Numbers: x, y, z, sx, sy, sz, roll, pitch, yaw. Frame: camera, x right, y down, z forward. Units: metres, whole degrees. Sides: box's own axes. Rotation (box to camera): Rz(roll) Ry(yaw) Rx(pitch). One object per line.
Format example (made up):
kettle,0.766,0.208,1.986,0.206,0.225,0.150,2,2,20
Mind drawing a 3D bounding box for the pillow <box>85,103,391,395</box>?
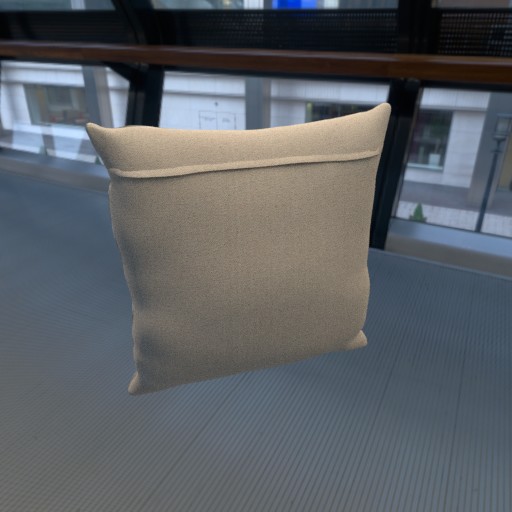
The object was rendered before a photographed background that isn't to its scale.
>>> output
pillow,0.000,0.000,0.693,0.440,0.441,0.182,-8,27,-17
